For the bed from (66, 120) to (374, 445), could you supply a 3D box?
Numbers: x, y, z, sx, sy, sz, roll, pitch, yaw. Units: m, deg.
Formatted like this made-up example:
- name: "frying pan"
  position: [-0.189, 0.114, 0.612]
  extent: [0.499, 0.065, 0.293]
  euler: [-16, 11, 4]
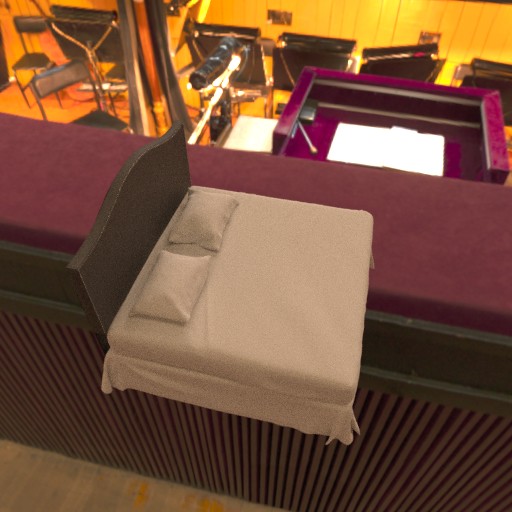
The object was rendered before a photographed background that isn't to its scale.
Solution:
- name: "bed"
  position: [0.000, 0.000, 3.847]
  extent: [2.219, 1.651, 2.314]
  euler: [10, 47, 10]
